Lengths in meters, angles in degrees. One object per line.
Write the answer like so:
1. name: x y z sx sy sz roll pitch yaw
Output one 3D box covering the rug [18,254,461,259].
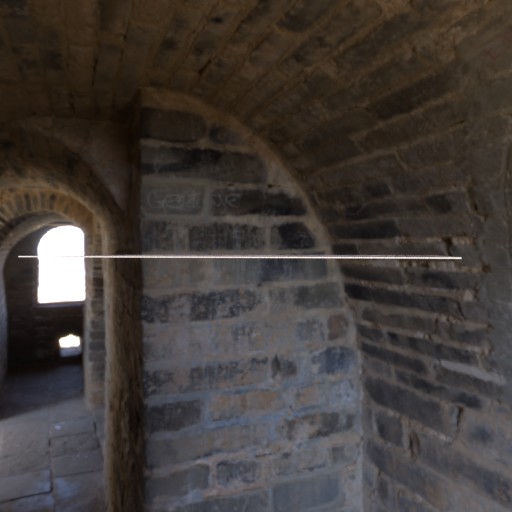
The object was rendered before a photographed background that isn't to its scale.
1. rug: 0.000 0.000 2.857 2.227 0.008 1.611 0 0 18
